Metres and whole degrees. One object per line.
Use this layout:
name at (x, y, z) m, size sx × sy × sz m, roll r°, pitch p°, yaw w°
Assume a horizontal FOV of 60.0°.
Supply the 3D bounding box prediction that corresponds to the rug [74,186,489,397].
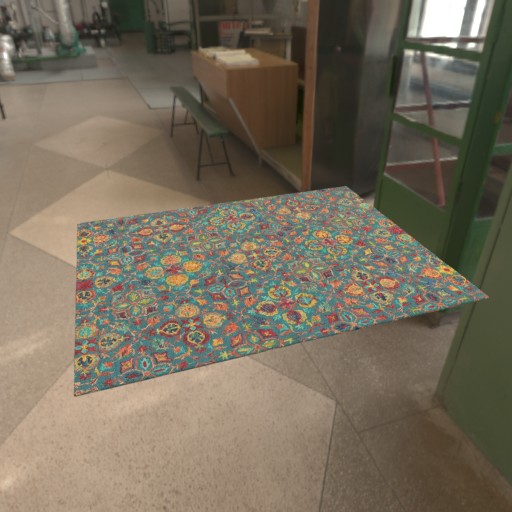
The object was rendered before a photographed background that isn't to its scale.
rug at (0.000, 0.000, 4.166) m, size 3.204 × 0.025 × 2.434 m, roll -10°, pitch 33°, yaw -16°
